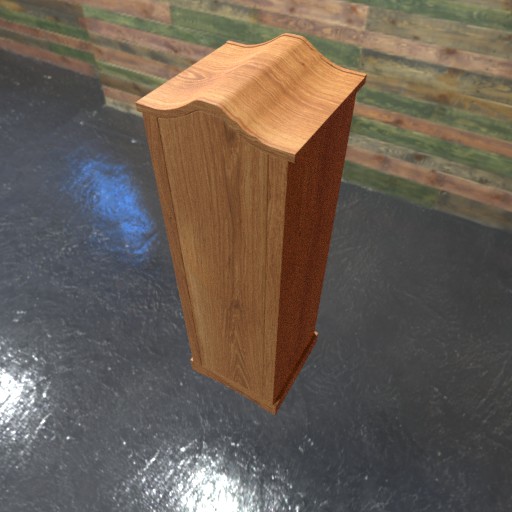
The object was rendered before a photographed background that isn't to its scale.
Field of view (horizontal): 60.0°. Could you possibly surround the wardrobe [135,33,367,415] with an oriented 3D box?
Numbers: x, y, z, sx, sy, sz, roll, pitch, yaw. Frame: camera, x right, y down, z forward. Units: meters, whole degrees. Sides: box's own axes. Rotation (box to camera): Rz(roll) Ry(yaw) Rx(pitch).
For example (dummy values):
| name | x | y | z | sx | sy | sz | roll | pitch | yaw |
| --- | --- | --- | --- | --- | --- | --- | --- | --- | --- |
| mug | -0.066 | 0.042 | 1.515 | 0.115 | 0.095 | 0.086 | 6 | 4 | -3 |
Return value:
| name | x | y | z | sx | sy | sz | roll | pitch | yaw |
| --- | --- | --- | --- | --- | --- | --- | --- | --- | --- |
| wardrobe | 0.000 | 0.000 | 2.151 | 0.590 | 1.870 | 0.570 | 23 | 51 | 20 |
